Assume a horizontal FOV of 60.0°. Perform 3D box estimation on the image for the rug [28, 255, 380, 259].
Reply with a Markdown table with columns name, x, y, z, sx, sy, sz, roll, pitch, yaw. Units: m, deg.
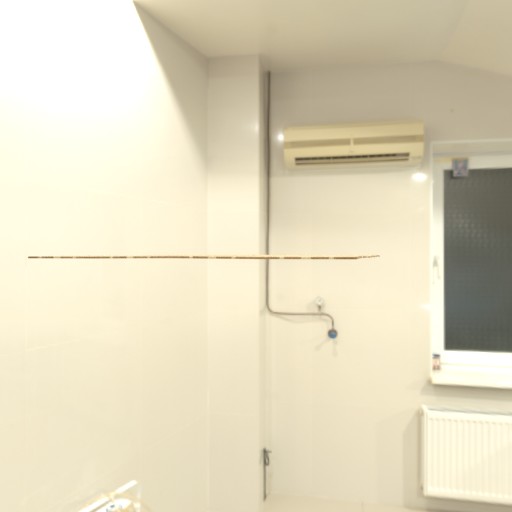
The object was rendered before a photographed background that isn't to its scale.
| name | x | y | z | sx | sy | sz | roll | pitch | yaw |
| --- | --- | --- | --- | --- | --- | --- | --- | --- | --- |
| rug | 0.000 | 0.000 | 2.226 | 1.152 | 0.013 | 1.761 | 0 | 0 | 18 |
